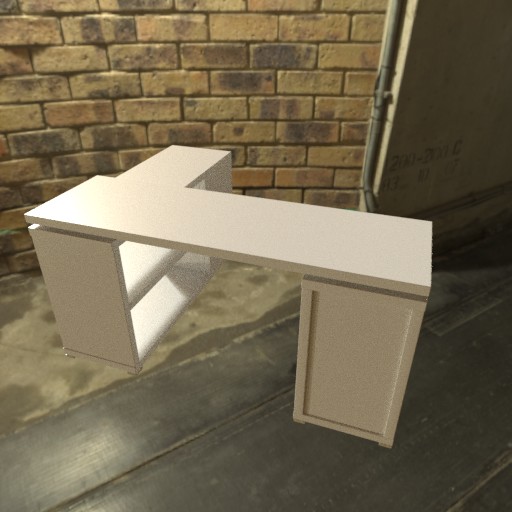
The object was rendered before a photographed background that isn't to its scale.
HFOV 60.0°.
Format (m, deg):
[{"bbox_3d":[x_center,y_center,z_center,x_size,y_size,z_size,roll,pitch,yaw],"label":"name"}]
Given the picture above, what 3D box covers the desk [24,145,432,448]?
[{"bbox_3d":[0.000,0.000,2.212,1.524,0.753,1.200,10,32,17],"label":"desk"}]
